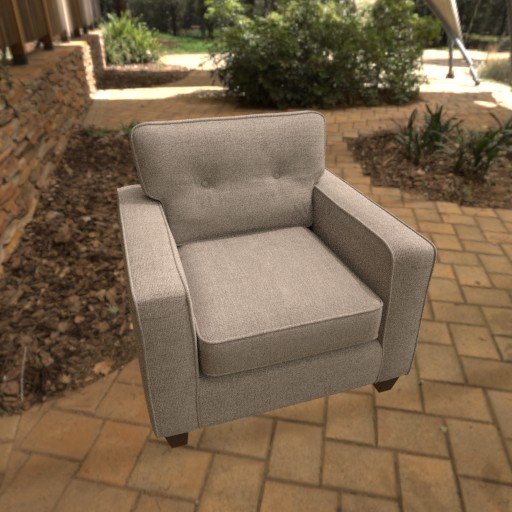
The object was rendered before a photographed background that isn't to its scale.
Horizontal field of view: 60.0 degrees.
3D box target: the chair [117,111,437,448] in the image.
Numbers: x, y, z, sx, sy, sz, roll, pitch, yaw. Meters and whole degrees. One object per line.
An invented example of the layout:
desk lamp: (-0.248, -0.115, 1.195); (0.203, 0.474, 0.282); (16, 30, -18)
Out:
chair: (0.000, 0.000, 1.775); (1.015, 0.965, 0.939); (-9, 31, -16)
